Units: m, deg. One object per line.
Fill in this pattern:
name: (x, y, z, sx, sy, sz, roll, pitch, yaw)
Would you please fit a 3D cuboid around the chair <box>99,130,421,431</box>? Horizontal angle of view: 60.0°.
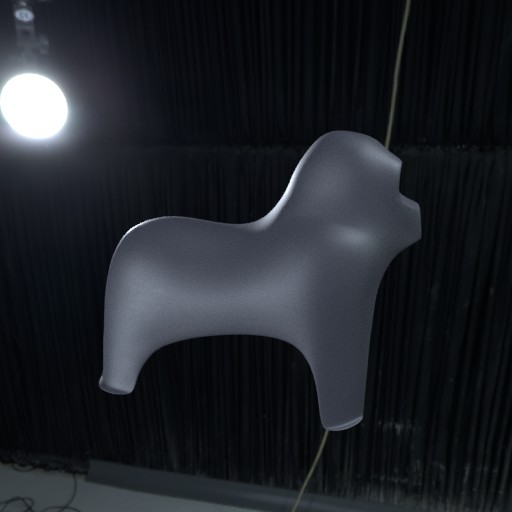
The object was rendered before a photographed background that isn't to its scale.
chair: (0.000, 0.000, 1.100, 0.758, 0.600, 0.490, 3, 17, 9)
